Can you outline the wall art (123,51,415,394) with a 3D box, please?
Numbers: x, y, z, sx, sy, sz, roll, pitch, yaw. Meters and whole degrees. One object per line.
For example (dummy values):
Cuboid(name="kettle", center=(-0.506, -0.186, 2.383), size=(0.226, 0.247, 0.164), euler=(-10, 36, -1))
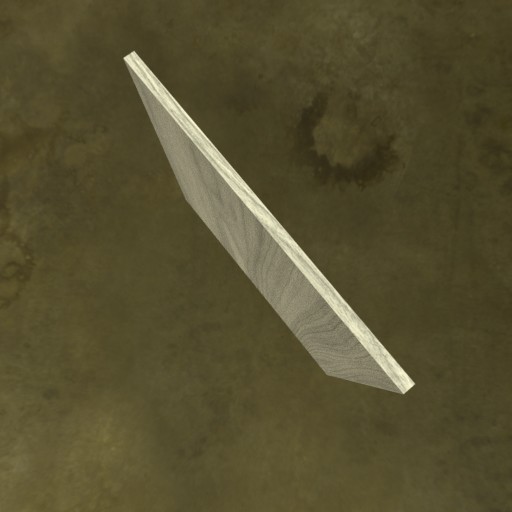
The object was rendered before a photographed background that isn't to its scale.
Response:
Cuboid(name="wall art", center=(0.000, 0.000, 0.749), size=(0.016, 0.507, 0.508), euler=(-38, 80, -8))
